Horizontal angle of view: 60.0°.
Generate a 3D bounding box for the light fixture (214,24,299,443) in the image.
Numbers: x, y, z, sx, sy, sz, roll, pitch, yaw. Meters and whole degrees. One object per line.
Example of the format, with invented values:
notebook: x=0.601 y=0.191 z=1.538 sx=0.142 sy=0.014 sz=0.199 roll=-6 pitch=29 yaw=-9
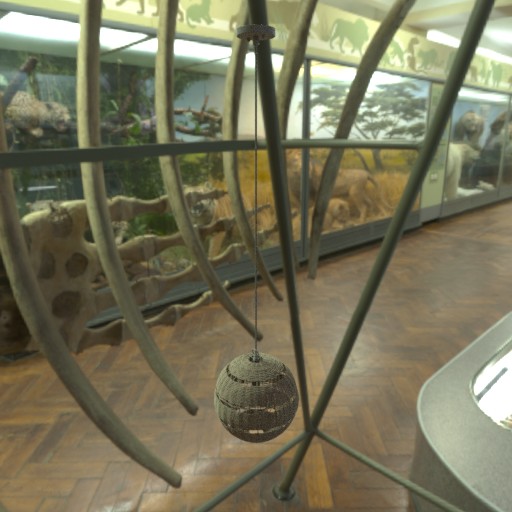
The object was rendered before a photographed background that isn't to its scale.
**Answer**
light fixture: x=0.000 y=0.000 z=2.172 sx=0.457 sy=2.019 sz=0.457 roll=-14 pitch=21 yaw=-42
